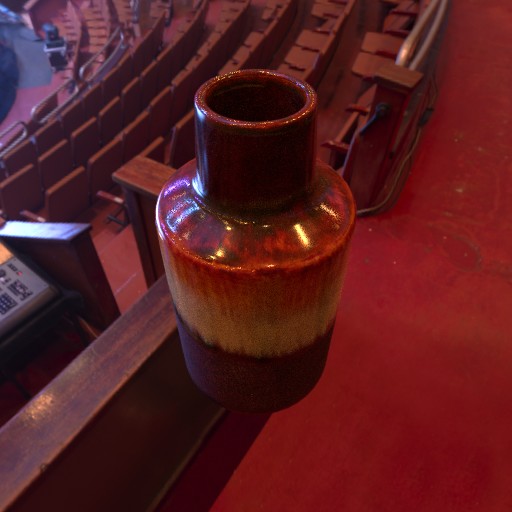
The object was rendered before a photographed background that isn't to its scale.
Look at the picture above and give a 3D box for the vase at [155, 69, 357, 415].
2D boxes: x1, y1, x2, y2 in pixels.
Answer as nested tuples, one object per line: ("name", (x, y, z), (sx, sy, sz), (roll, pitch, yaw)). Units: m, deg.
("vase", (0.000, 0.000, 0.266), (0.108, 0.204, 0.108), (0, 46, 0))
